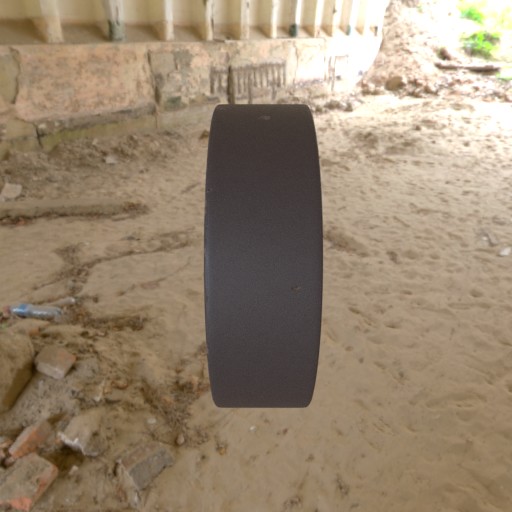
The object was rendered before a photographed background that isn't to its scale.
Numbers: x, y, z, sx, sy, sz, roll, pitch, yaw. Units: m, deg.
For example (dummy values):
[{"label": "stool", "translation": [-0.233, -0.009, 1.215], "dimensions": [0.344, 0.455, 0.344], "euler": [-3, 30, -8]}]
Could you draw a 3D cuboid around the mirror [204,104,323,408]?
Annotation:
[{"label": "mirror", "translation": [0.000, 0.000, 0.595], "dimensions": [0.126, 0.386, 0.386], "euler": [0, 27, 0]}]
